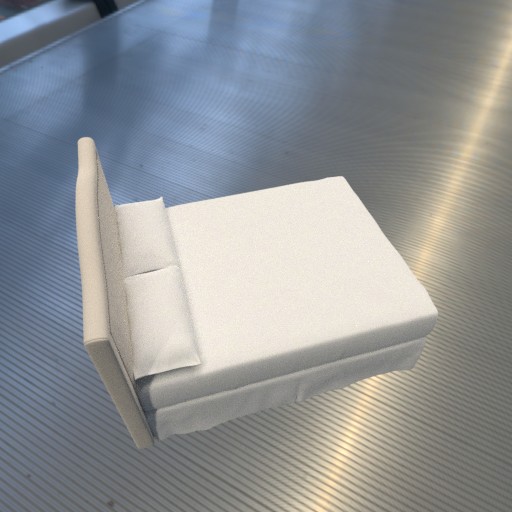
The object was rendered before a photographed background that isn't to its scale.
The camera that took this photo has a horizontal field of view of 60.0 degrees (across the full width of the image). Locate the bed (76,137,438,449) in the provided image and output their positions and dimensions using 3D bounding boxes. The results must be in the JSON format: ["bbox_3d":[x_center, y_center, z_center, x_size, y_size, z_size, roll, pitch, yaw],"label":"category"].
[{"bbox_3d":[0.000,0.000,3.213,2.143,1.460,1.753,-12,48,-11],"label":"bed"}]
